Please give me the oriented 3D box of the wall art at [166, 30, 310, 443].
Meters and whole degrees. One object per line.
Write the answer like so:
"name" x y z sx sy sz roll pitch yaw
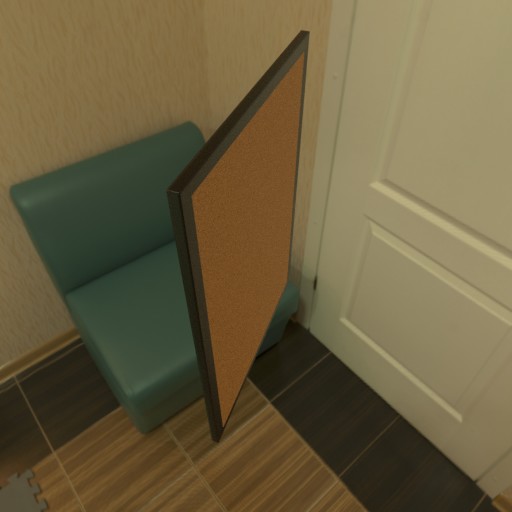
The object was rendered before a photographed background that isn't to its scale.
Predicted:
"wall art" 0.000 0.000 0.847 0.016 0.657 0.480 15 48 14
